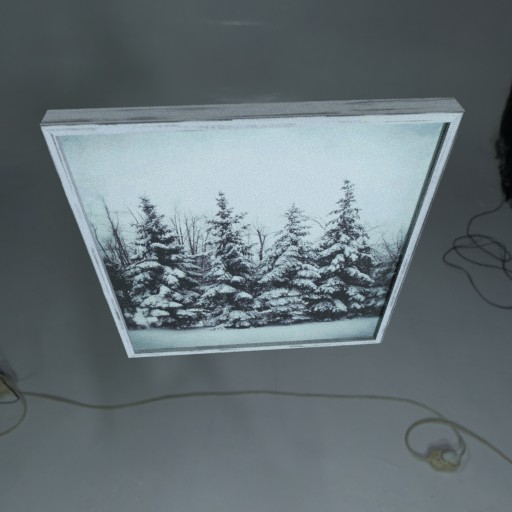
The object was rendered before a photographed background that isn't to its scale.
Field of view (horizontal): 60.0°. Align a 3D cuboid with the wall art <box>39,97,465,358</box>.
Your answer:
[{"bbox_3d":[0.000,0.000,0.719,0.506,0.506,0.038,-3,46,-3],"label":"wall art"}]
